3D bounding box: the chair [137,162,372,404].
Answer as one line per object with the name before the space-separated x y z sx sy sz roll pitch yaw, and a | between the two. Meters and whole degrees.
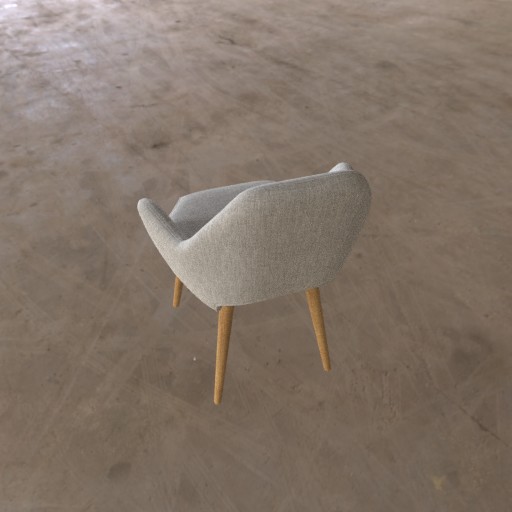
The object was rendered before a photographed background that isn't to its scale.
chair | 0.000 0.000 1.275 0.590 0.840 0.610 -13 43 -14
